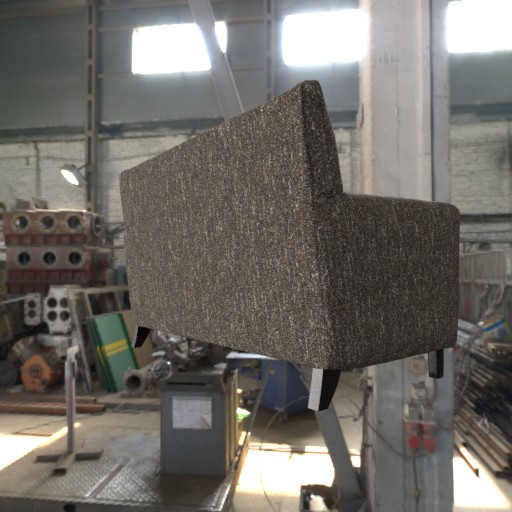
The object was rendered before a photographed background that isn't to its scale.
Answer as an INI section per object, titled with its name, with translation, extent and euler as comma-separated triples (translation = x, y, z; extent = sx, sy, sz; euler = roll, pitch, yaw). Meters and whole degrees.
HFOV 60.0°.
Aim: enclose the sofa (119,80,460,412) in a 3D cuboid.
[sofa]
translation = 0.000, 0.000, 2.020
extent = 0.801, 0.946, 1.519
euler = 2, -3, -37
